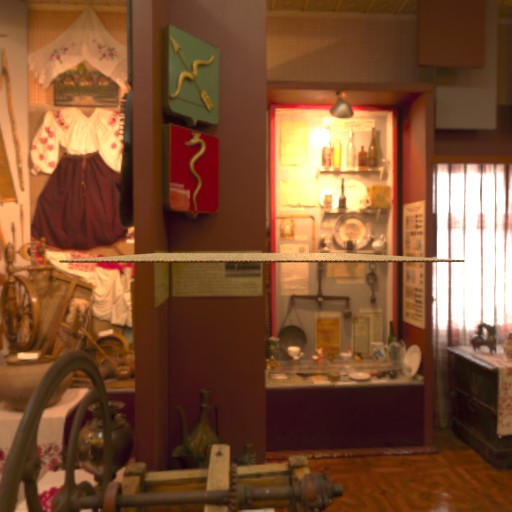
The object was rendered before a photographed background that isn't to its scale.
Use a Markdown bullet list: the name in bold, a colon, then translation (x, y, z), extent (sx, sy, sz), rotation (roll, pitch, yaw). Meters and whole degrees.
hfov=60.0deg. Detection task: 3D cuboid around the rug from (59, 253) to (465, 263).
- **rug**: translation (0.000, 0.000, 4.207), extent (2.439, 0.014, 3.207), rotation (0, 1, -2)
